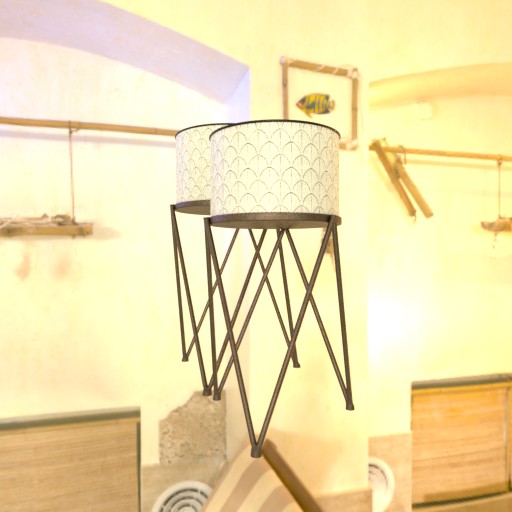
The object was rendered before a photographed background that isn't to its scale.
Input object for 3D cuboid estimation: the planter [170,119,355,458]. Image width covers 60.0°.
[{"bbox_3d":[0.000,0.000,1.184,0.413,0.712,0.769,0,0,-18],"label":"planter"}]
